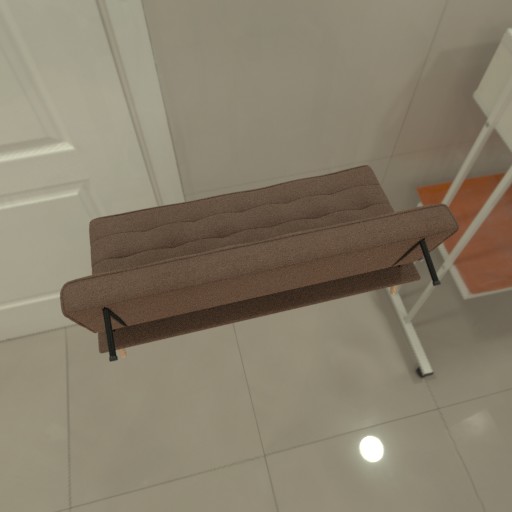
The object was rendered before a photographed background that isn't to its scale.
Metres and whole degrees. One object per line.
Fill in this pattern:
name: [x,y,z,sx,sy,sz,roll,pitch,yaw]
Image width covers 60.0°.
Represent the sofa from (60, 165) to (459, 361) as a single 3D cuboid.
sofa: [0.000,0.000,2.411,1.820,0.810,1.038,-12,59,-7]
